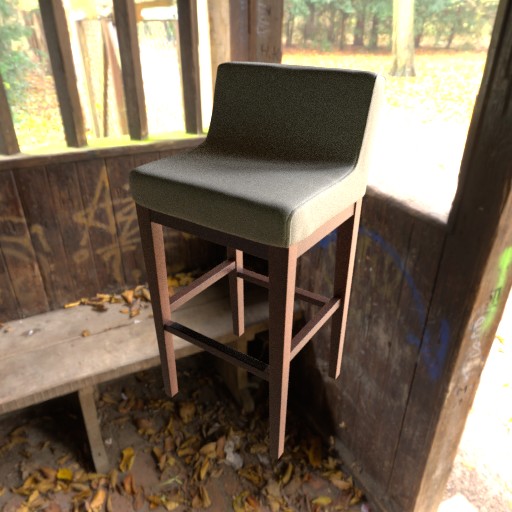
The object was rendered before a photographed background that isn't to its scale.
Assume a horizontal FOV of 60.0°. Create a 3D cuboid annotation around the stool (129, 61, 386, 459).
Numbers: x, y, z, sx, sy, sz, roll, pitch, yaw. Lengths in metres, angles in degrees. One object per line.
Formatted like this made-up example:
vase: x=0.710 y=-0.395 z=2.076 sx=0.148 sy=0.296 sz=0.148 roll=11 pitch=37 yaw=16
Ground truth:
stool: x=0.000 y=0.000 z=1.342 sx=0.511 sy=1.037 sz=0.500 roll=18 pitch=34 yaw=30
